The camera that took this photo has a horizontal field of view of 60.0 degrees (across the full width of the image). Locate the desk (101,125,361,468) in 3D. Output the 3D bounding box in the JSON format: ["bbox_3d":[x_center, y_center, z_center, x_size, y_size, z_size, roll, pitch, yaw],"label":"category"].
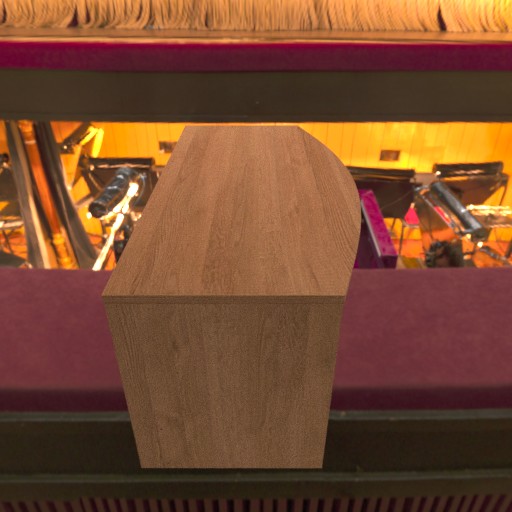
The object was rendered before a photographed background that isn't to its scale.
[{"bbox_3d":[0.000,0.000,2.029,0.802,0.752,1.600,0,32,0],"label":"desk"}]
